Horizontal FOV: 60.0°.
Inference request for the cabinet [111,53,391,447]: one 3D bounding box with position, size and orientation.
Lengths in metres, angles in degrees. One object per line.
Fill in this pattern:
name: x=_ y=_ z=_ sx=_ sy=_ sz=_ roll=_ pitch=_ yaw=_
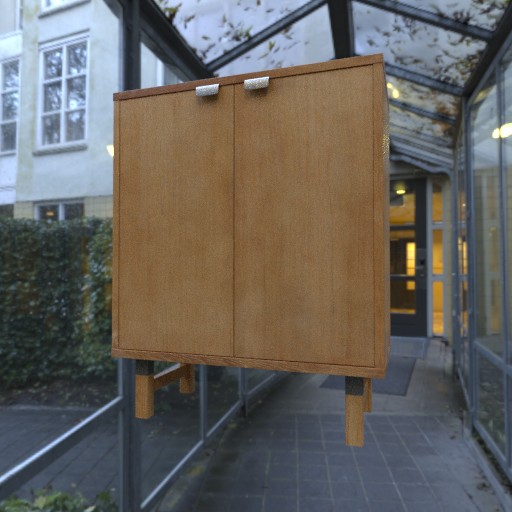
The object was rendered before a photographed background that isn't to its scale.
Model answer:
cabinet: x=0.000 y=0.000 z=1.405 sx=0.800 sy=1.001 sz=0.419 roll=0 pitch=-1 yaw=19
